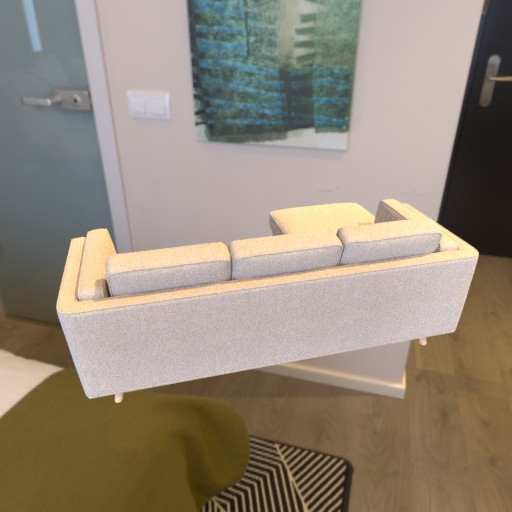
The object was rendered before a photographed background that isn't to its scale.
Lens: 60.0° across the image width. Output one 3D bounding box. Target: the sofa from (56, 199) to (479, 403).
[{"bbox_3d":[0.000,0.000,3.175,2.411,0.929,1.604,-7,29,-13],"label":"sofa"}]
